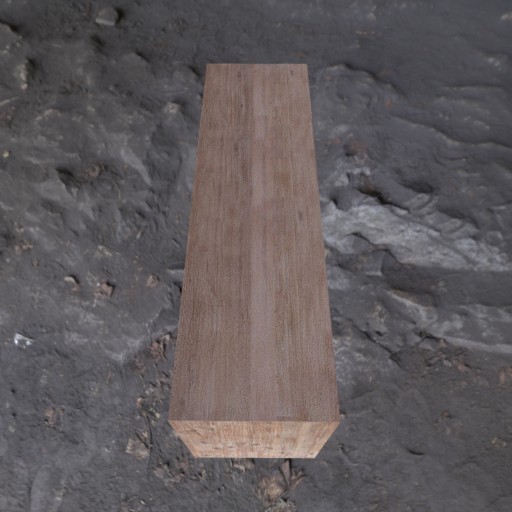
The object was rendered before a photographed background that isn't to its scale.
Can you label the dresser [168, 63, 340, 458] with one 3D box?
[{"bbox_3d":[0.000,0.000,1.925,0.455,0.805,1.554,0,57,0],"label":"dresser"}]
